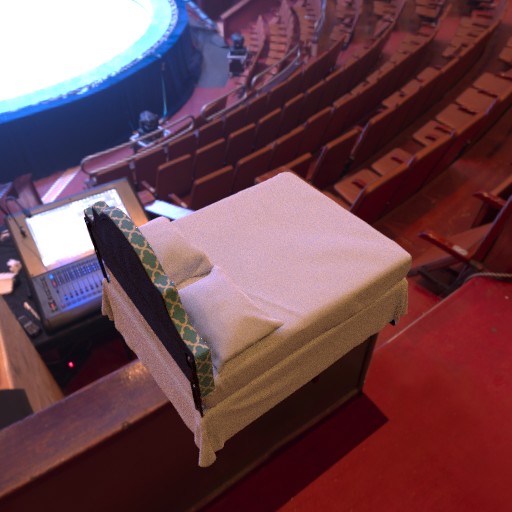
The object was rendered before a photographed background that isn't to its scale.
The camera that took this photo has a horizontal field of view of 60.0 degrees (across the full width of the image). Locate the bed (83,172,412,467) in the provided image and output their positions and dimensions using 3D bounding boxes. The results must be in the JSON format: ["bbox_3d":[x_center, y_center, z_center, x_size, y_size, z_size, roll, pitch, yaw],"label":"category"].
[{"bbox_3d":[0.000,0.000,3.481,2.222,1.633,1.780,-28,50,-26],"label":"bed"}]
